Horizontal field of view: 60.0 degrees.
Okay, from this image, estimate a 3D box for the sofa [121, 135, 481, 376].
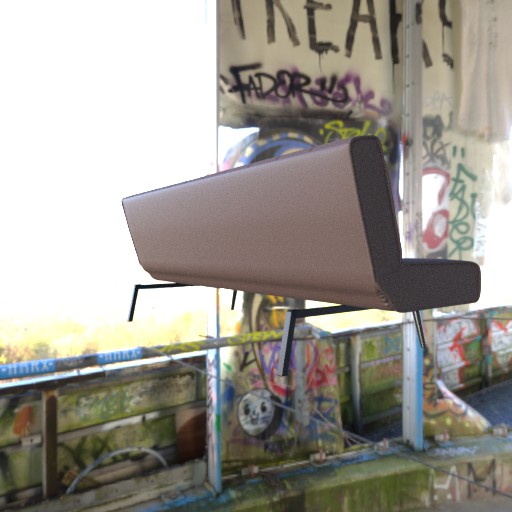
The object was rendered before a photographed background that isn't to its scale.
[{"bbox_3d":[0.000,0.000,2.044,0.747,0.699,1.703,-1,1,-37],"label":"sofa"}]
